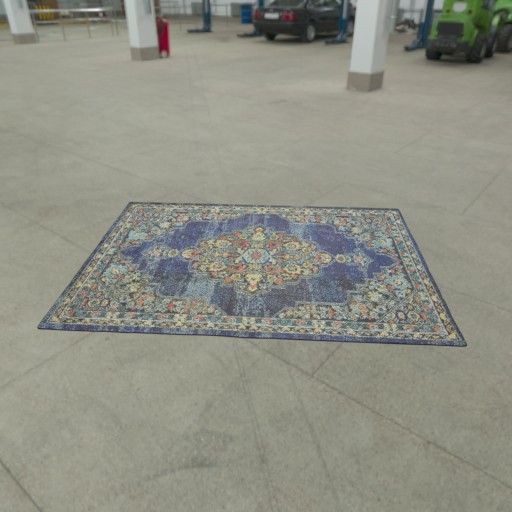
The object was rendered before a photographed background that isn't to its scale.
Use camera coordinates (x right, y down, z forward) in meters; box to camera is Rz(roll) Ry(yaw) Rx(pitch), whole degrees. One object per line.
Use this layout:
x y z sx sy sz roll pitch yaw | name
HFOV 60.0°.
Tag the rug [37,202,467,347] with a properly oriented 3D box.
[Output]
0.000 0.000 2.971 2.232 0.009 1.630 2 31 3 | rug
